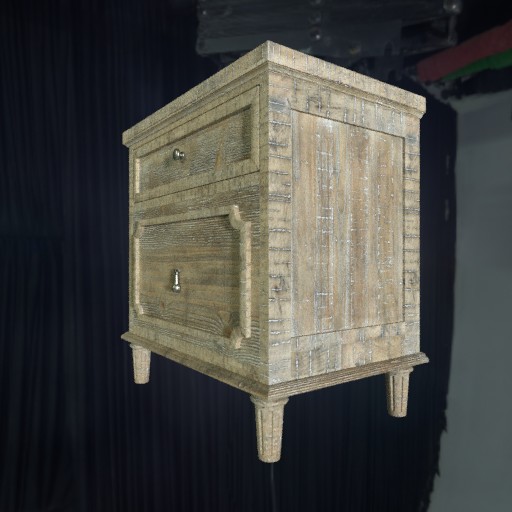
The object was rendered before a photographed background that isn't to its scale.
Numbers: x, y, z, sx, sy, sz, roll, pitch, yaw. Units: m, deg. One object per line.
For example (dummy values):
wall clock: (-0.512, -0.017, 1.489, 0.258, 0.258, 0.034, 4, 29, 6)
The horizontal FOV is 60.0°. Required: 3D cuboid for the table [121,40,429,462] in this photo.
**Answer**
table: (0.000, 0.000, 1.127, 0.457, 0.711, 0.686, 0, 0, -36)
